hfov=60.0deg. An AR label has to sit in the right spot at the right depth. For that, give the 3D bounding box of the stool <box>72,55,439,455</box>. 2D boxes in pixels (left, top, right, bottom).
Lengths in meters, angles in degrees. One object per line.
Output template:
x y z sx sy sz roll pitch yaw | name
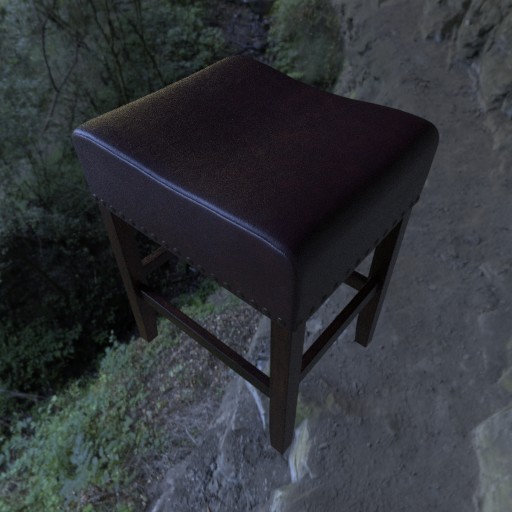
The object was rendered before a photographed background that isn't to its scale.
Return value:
0.000 0.000 0.918 0.465 0.608 0.397 31 53 27 | stool
